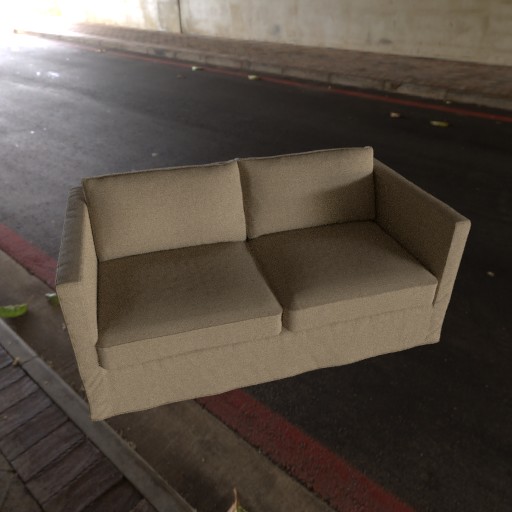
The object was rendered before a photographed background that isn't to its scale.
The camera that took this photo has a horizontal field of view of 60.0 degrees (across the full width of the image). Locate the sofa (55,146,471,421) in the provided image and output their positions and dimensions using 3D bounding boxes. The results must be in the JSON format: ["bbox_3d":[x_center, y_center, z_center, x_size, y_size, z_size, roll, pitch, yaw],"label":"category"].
[{"bbox_3d":[0.000,0.000,2.257,1.766,0.828,0.956,-9,33,-14],"label":"sofa"}]
